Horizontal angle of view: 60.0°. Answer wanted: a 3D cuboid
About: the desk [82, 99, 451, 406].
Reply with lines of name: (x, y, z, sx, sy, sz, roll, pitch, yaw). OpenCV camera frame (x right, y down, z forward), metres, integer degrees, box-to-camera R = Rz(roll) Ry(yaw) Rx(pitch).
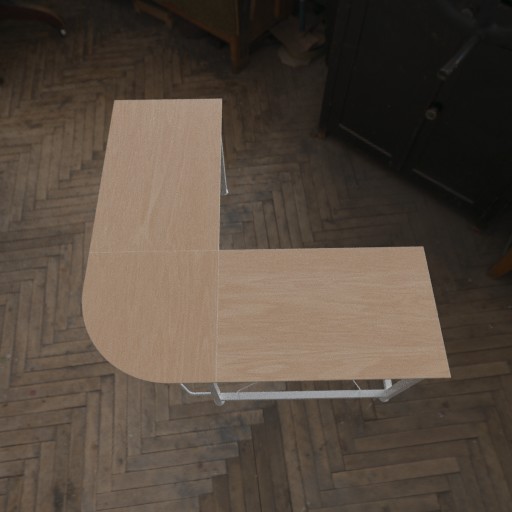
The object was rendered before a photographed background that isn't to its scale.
desk: (0.000, 0.000, 2.268, 1.400, 0.762, 1.400, -1, 64, -1)
